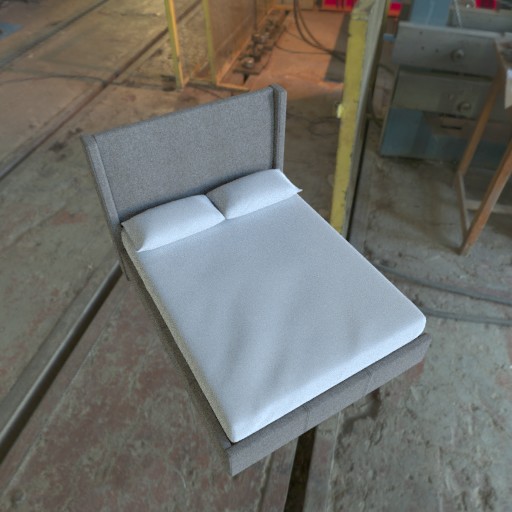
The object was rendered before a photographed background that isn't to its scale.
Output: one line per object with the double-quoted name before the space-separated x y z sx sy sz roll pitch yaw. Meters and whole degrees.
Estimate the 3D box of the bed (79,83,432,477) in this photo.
"bed" 0.000 0.000 3.403 1.714 1.481 2.245 -23 50 -21
